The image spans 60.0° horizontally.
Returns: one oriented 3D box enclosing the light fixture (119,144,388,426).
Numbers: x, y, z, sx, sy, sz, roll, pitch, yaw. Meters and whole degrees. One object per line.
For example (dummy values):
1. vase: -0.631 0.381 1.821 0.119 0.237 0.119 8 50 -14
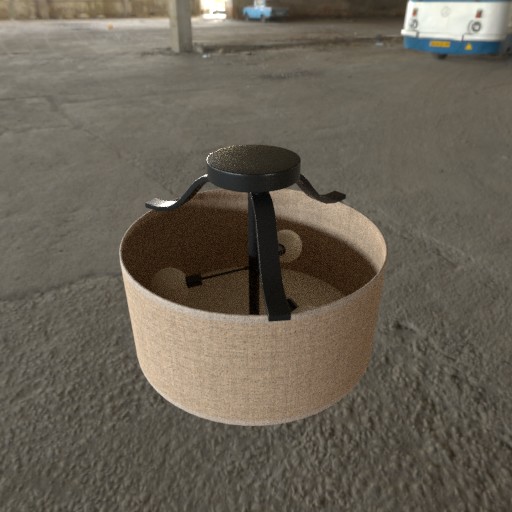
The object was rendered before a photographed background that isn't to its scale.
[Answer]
1. light fixture: 0.000 0.000 0.670 0.390 0.306 0.390 0 31 0
